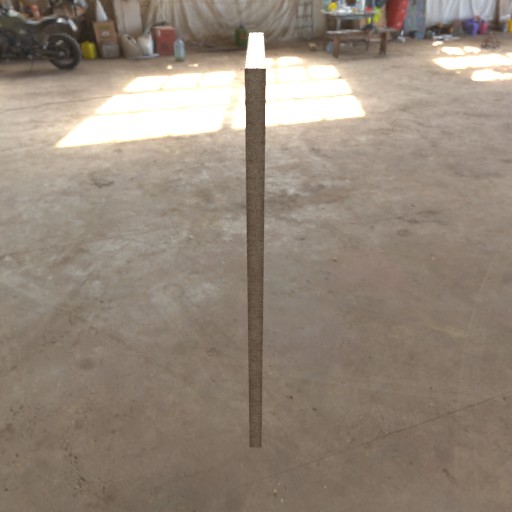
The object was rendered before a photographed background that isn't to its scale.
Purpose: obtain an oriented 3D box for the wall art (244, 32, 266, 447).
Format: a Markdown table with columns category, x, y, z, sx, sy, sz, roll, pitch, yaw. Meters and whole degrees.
| category | x | y | z | sx | sy | sz | roll | pitch | yaw |
| --- | --- | --- | --- | --- | --- | --- | --- | --- | --- |
| wall art | 0.000 | 0.000 | 1.695 | 0.051 | 1.461 | 0.648 | 0 | 33 | 0 |
